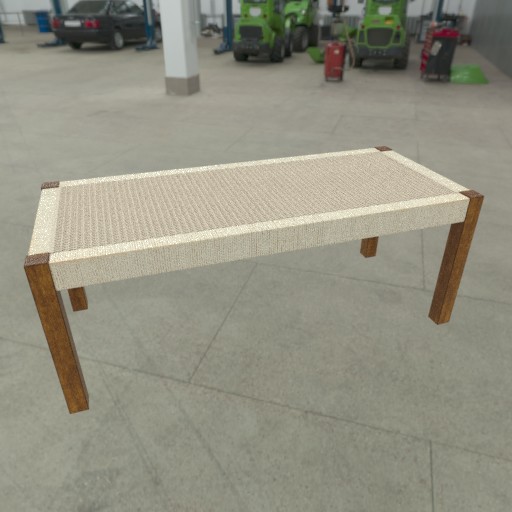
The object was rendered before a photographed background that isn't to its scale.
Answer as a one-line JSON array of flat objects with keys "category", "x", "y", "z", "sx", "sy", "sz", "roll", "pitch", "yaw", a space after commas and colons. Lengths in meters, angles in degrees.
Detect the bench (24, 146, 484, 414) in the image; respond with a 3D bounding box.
[{"category": "bench", "x": 0.000, "y": 0.000, "z": 1.416, "sx": 1.198, "sy": 0.457, "sz": 0.507, "roll": -10, "pitch": 32, "yaw": -16}]
